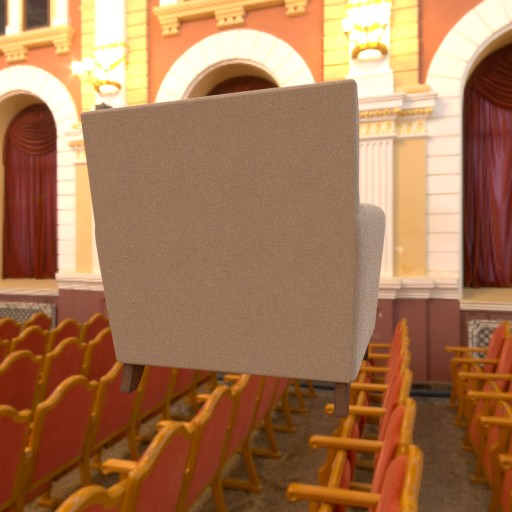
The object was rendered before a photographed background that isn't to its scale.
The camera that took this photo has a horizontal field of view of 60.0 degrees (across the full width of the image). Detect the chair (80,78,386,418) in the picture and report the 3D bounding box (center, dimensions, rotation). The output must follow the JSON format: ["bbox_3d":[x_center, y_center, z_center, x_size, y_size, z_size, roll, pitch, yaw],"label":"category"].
[{"bbox_3d":[0.000,0.000,1.546,0.840,0.846,0.871,0,0,18],"label":"chair"}]
